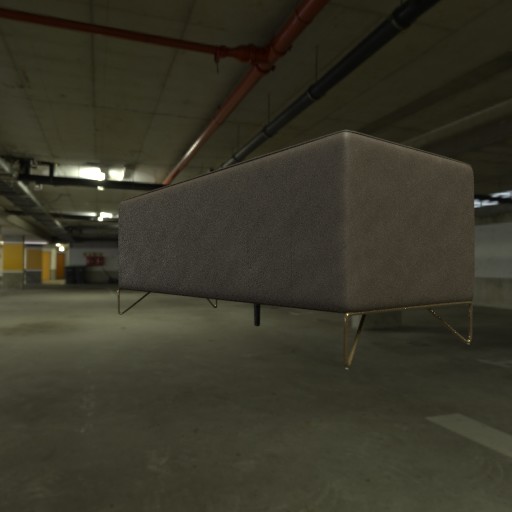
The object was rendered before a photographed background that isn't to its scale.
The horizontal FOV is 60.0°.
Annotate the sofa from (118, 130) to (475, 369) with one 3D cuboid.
[{"bbox_3d":[0.000,0.000,2.502,0.867,0.789,2.087,1,-2,-38],"label":"sofa"}]
